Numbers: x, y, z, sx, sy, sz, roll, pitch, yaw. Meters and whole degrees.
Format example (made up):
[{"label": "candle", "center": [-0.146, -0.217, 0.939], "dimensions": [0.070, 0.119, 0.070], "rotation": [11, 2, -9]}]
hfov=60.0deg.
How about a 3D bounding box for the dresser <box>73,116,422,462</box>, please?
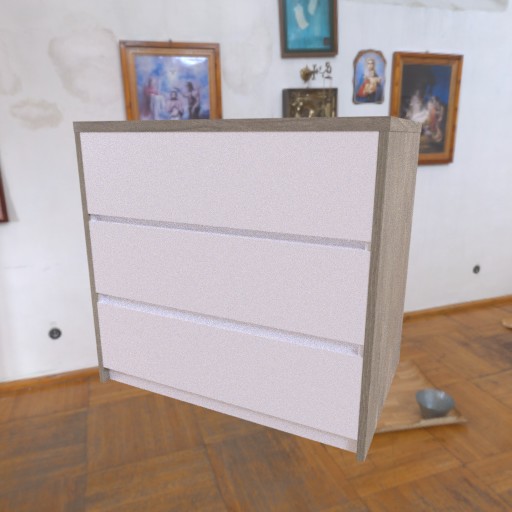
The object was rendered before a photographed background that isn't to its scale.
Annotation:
[{"label": "dresser", "center": [0.000, 0.000, 1.319], "dimensions": [0.809, 0.762, 0.529], "rotation": [7, 17, 25]}]
